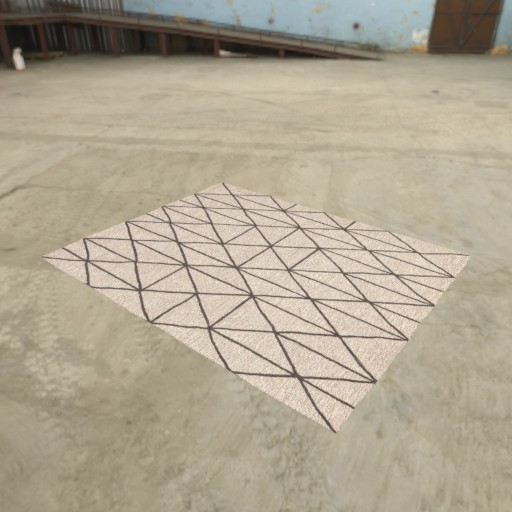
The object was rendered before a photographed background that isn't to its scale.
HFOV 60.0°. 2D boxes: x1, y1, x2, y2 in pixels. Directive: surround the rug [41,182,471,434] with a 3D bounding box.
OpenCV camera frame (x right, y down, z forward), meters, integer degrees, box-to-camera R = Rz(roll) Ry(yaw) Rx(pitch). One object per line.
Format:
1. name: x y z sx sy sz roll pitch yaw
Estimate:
1. rug: 0.000 0.000 4.003 3.061 0.022 2.468 22 36 33
